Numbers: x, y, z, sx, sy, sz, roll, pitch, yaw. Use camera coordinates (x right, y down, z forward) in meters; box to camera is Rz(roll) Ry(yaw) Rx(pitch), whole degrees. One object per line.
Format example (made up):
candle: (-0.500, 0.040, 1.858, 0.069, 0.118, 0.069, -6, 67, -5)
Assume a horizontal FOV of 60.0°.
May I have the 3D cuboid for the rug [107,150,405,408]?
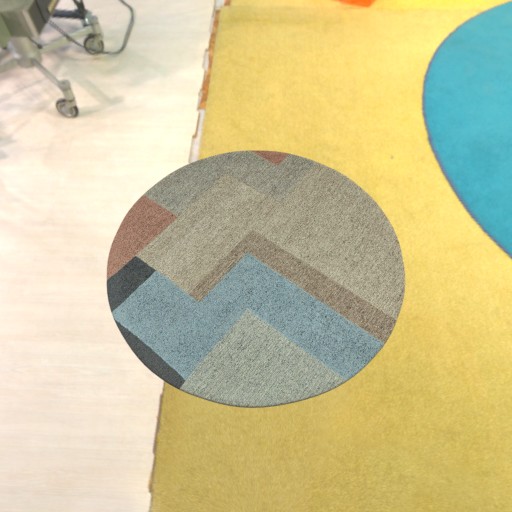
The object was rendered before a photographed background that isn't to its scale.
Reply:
rug: (0.000, 0.000, 3.702, 2.461, 0.033, 2.461, 0, 58, 0)
